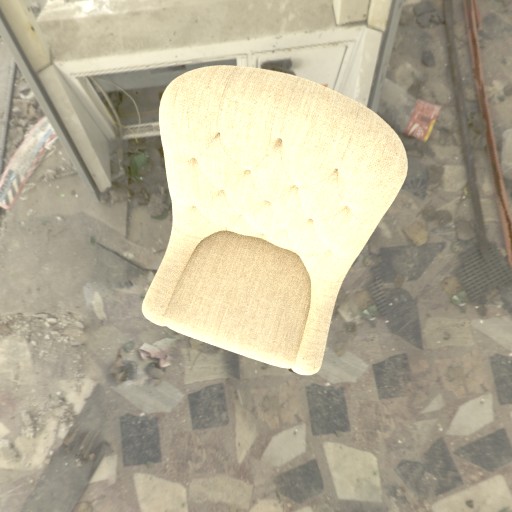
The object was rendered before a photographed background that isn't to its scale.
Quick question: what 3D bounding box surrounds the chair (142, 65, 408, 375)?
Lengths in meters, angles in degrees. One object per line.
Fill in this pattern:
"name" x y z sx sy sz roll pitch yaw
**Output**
"chair" 0.000 0.000 1.460 0.634 1.091 0.629 18 77 4
